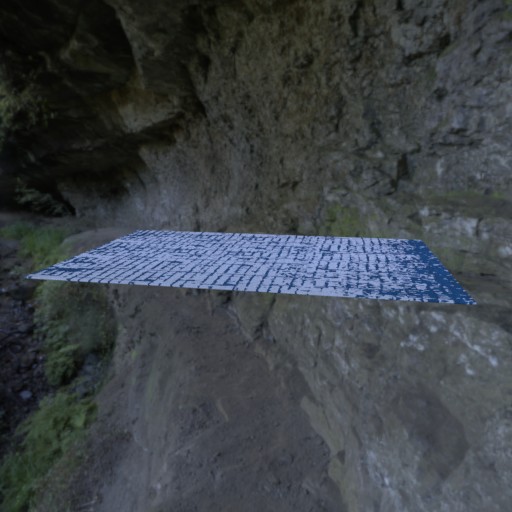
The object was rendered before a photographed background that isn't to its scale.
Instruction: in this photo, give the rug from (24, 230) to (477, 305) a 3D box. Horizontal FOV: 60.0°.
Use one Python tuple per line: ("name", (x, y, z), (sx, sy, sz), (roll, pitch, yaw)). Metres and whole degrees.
("rug", (0.000, 0.000, 3.059), (2.435, 0.011, 1.517), (3, 14, 10))
